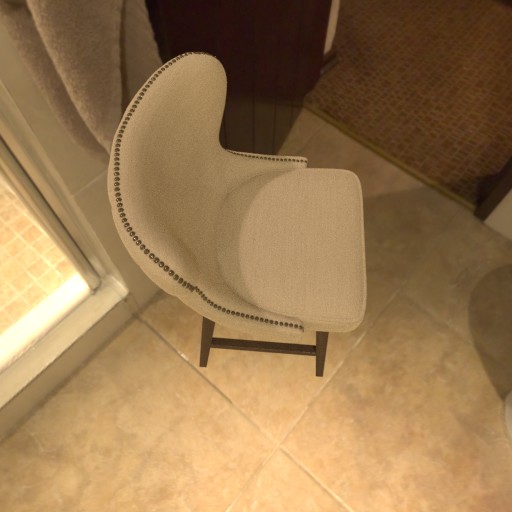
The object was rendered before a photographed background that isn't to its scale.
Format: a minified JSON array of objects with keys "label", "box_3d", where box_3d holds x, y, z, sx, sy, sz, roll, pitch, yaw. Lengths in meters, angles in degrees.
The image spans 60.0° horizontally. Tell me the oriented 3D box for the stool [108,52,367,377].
[{"label":"stool","box_3d":[0.000,0.000,1.318,0.597,0.972,0.615,4,62,2]}]
